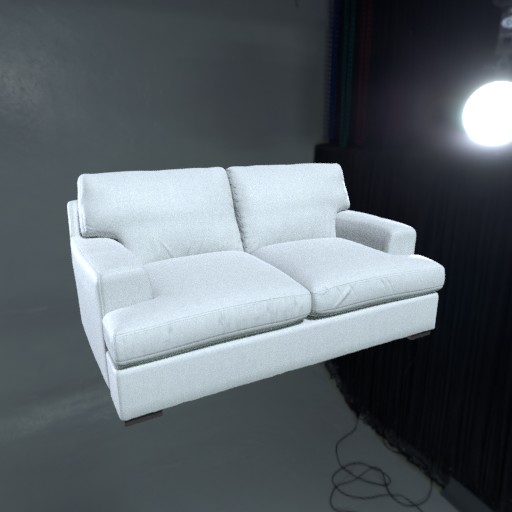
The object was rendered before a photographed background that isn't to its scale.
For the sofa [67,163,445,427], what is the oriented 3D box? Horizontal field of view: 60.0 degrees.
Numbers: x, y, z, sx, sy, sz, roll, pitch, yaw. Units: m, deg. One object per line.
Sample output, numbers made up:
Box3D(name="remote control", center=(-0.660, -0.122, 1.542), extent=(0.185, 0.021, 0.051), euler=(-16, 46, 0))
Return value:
Box3D(name="sofa", center=(0.000, 0.000, 2.508), extent=(1.880, 0.940, 1.143), euler=(-9, 18, -27))
